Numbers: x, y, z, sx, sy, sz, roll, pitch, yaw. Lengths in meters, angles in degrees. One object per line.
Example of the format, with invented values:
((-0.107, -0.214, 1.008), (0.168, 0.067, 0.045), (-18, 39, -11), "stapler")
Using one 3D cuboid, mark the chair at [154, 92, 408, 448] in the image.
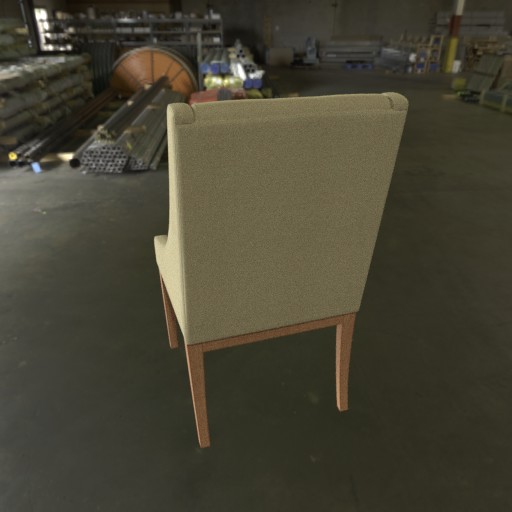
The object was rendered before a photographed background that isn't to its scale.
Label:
((0.000, 0.000, 1.393), (0.575, 1.021, 0.611), (-9, 29, -16), "chair")
